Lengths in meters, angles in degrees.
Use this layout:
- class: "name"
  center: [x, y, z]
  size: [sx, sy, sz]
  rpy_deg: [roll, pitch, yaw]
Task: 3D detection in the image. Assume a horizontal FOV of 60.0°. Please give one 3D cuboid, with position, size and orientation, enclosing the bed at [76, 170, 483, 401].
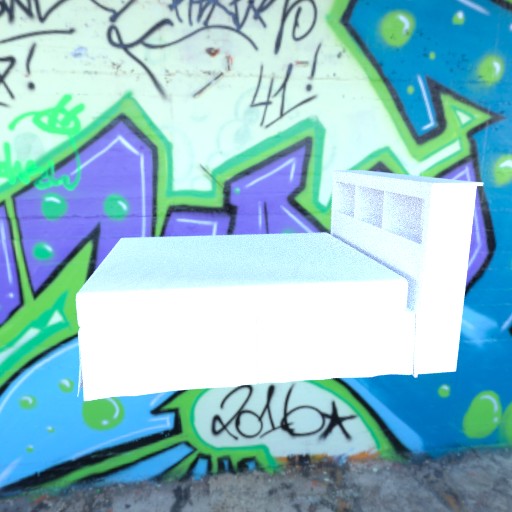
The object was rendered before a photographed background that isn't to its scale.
- class: "bed"
  center: [0.000, 0.000, 3.070]
  size: [2.133, 1.092, 1.671]
  rpy_deg: [-2, 13, -8]
